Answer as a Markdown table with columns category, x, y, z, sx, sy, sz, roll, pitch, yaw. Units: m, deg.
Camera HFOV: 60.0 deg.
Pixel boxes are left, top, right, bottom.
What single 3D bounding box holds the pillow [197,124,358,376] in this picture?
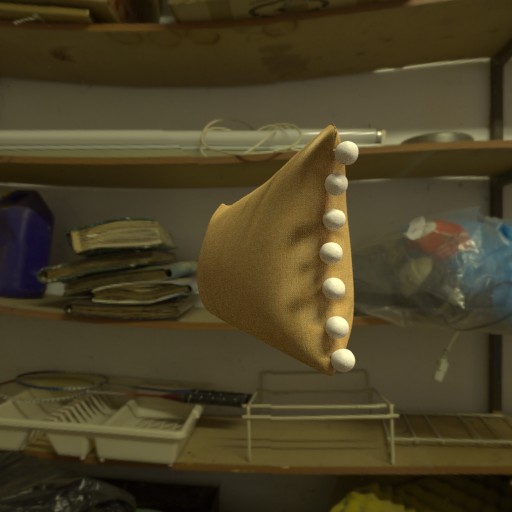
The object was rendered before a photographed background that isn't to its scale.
| category | x | y | z | sx | sy | sz | roll | pitch | yaw |
| --- | --- | --- | --- | --- | --- | --- | --- | --- | --- |
| pillow | 0.000 | 0.000 | 0.870 | 0.201 | 0.322 | 0.709 | 0 | -2 | -17 |
